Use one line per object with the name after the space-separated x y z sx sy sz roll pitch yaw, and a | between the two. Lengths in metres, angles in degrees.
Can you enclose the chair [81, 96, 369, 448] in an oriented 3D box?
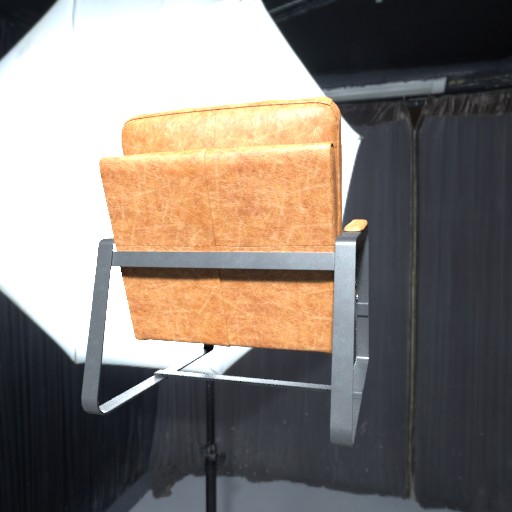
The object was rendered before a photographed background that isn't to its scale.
0.000 0.000 1.359 0.651 0.777 0.801 1 2 17 | chair
